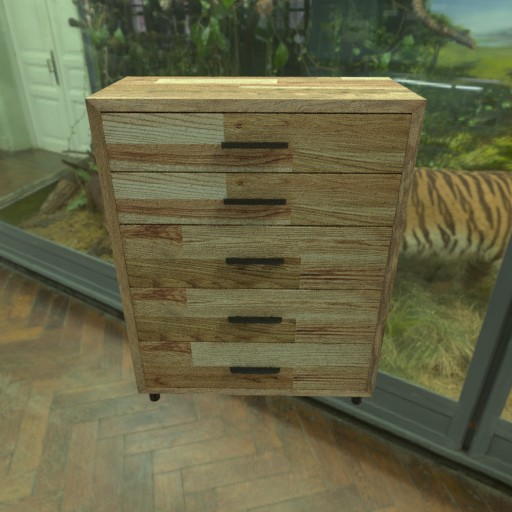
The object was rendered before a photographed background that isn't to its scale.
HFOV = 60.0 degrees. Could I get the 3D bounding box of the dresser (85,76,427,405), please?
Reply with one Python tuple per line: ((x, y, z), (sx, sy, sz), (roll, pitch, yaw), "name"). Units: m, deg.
((0.000, 0.000, 1.729), (0.966, 1.243, 0.480), (1, 30, 1), "dresser")
